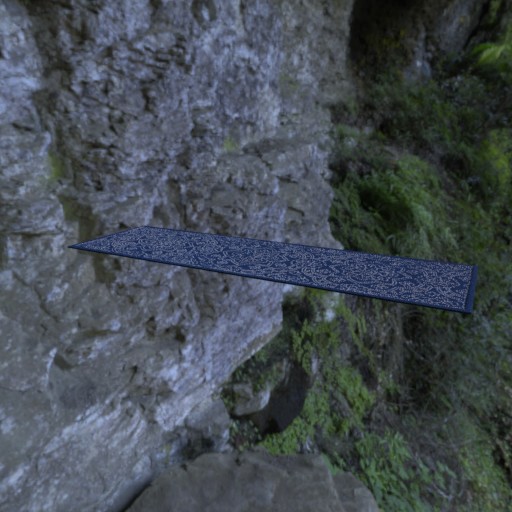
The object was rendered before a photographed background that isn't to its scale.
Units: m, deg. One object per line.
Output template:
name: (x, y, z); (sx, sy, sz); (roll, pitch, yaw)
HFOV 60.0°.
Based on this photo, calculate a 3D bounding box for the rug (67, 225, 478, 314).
rug: (0.000, 0.000, 2.734); (2.448, 0.012, 0.769); (8, 18, 26)
